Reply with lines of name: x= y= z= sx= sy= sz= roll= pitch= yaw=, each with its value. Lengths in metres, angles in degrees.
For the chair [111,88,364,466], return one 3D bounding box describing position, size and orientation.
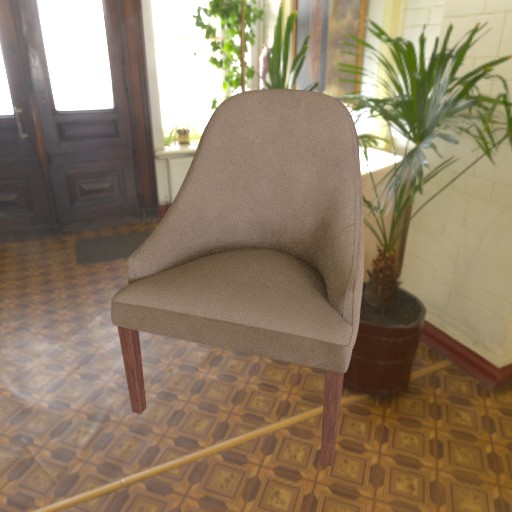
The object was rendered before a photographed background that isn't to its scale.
chair: x=0.000 y=0.000 z=1.297 sx=0.643 sy=0.889 sz=0.575 roll=8 pitch=25 yaw=17
